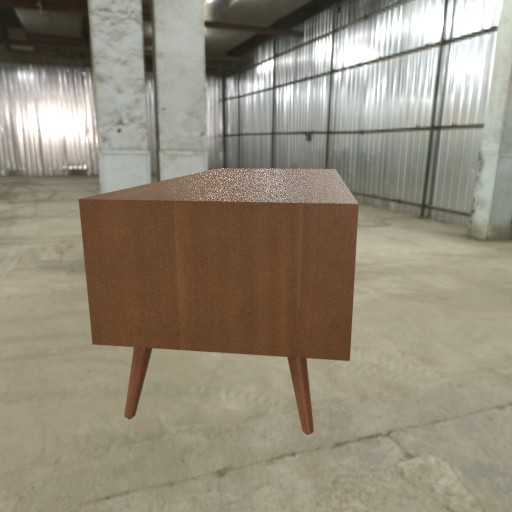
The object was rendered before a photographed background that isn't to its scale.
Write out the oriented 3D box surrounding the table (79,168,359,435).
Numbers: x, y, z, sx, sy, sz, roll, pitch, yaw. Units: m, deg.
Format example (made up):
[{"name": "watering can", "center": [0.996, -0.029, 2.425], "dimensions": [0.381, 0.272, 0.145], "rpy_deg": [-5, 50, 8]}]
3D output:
[{"name": "table", "center": [0.000, 0.000, 1.337], "dimensions": [0.490, 0.464, 1.119], "rpy_deg": [2, 14, 8]}]
